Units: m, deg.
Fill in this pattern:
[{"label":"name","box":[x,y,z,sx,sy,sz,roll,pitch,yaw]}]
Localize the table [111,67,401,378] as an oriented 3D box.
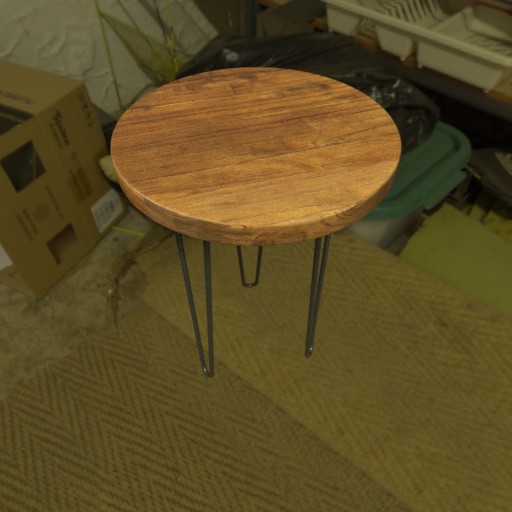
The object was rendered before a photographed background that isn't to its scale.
[{"label":"table","box":[0.000,0.000,0.809,0.400,0.520,0.400,0,47,0]}]
